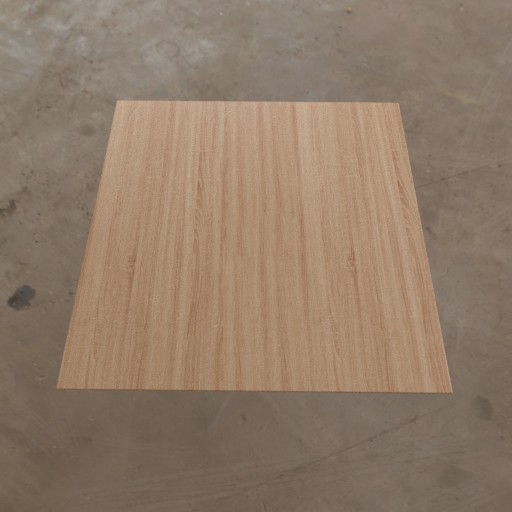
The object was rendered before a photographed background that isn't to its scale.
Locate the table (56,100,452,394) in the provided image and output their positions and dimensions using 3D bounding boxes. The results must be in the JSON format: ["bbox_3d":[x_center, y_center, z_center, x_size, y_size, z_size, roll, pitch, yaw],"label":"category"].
[{"bbox_3d":[0.000,0.000,1.037,0.670,0.305,0.670,1,63,0],"label":"table"}]
